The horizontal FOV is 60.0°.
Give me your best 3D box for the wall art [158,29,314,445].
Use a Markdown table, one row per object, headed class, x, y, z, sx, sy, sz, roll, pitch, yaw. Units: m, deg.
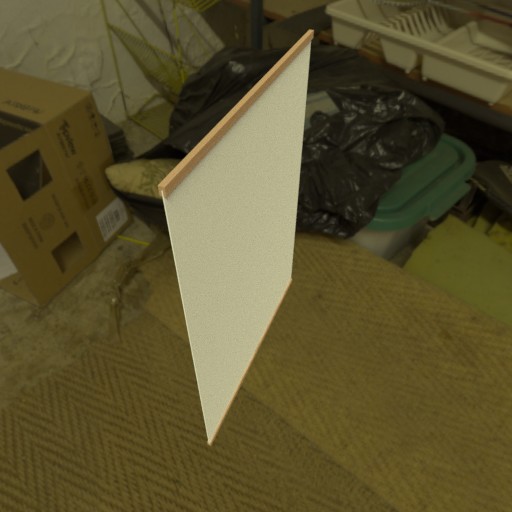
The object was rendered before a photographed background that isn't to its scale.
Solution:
| class | x | y | z | sx | sy | sz | roll | pitch | yaw |
| --- | --- | --- | --- | --- | --- | --- | --- | --- | --- |
| wall art | 0.000 | 0.000 | 1.303 | 0.013 | 1.016 | 0.758 | 17 | 48 | 16 |
